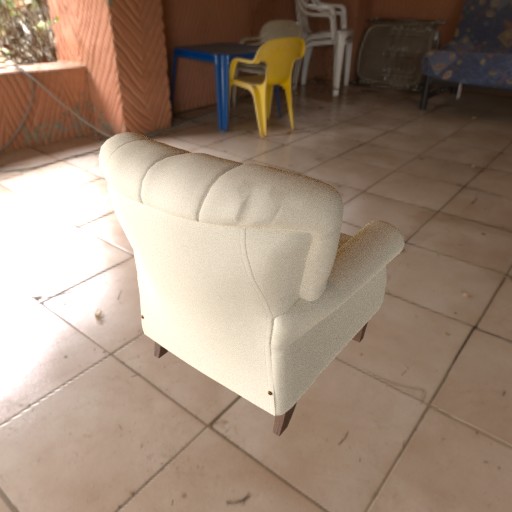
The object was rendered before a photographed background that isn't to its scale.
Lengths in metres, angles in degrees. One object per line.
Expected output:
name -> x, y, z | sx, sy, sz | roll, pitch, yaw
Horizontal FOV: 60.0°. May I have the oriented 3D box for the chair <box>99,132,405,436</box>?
chair -> 0.000, 0.000, 2.010 | 1.035, 1.169, 1.132 | 22, 37, 32
